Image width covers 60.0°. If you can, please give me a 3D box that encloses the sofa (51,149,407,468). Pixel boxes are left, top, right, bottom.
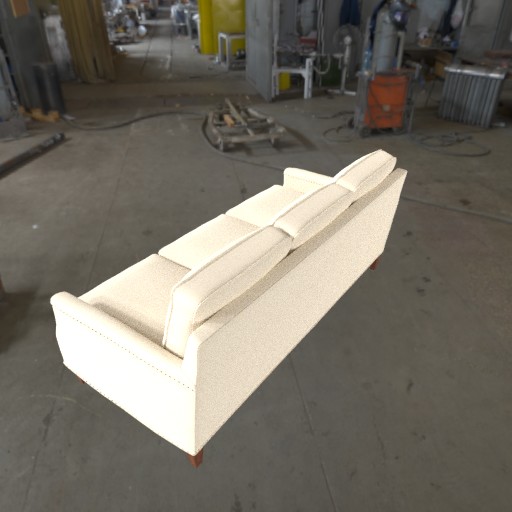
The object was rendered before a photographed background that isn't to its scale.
[{"bbox_3d":[0.000,0.000,2.809,1.084,1.003,2.246,21,38,30],"label":"sofa"}]
